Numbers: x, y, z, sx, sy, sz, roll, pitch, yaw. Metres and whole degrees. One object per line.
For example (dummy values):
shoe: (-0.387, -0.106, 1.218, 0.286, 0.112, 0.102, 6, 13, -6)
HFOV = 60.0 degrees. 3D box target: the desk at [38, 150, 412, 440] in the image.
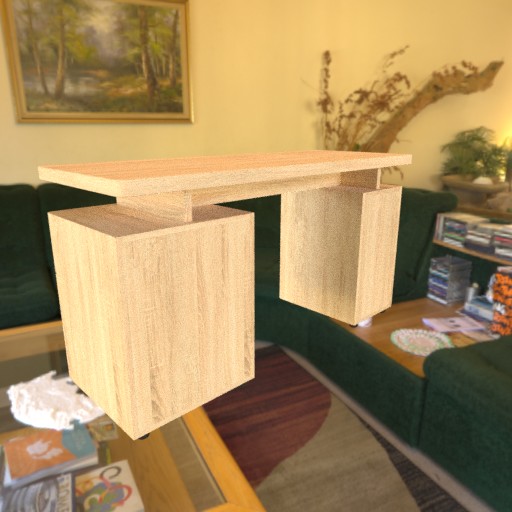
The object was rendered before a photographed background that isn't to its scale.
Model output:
desk: (0.000, 0.000, 1.777, 1.400, 0.760, 0.550, -15, 22, -42)
